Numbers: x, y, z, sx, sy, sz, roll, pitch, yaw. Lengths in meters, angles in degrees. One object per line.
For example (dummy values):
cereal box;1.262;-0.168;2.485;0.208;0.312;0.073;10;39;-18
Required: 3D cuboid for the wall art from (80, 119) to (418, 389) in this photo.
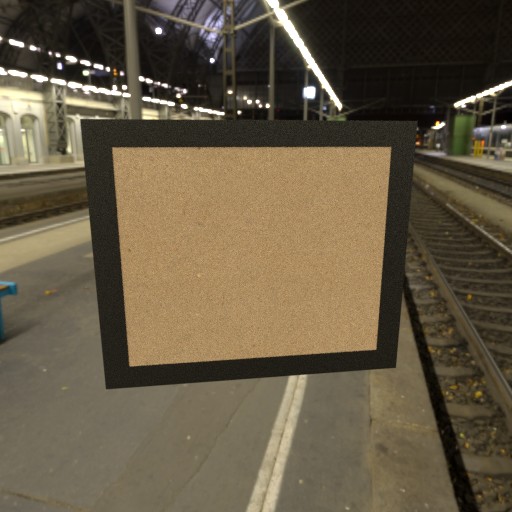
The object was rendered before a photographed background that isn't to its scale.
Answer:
wall art;0.000;0.000;0.549;0.381;0.321;0.028;-2;15;-8
